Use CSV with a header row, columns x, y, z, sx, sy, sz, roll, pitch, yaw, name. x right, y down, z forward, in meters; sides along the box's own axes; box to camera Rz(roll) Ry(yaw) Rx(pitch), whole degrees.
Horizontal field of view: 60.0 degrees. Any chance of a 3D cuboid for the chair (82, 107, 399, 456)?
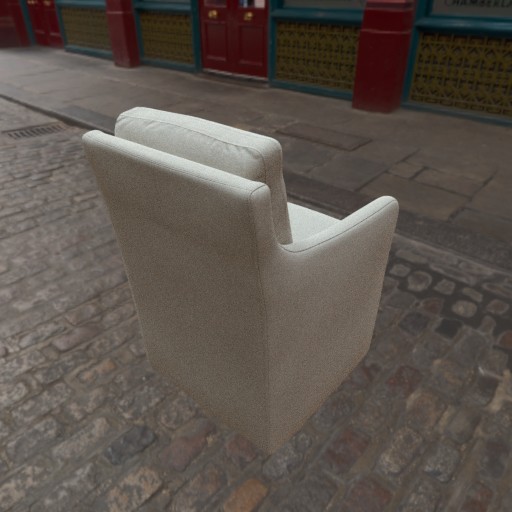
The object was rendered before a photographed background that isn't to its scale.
x,y,z,sx,sy,sz,roll,pitch,yaw,name
0.000,0.000,1.382,0.626,0.914,0.694,24,38,34,chair
